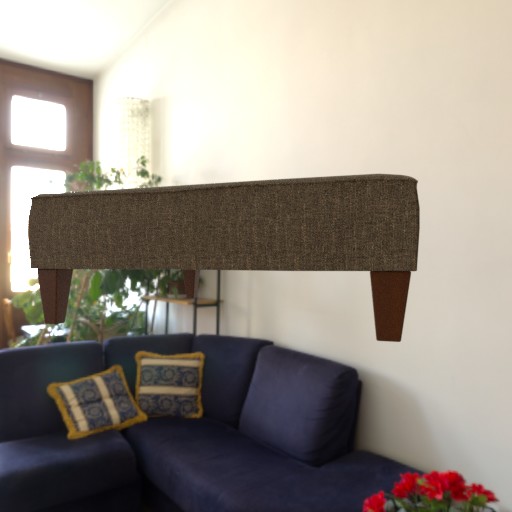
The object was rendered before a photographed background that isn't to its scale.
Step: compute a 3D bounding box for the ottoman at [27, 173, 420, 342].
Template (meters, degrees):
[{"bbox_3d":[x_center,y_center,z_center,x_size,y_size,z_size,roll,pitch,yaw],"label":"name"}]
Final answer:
[{"bbox_3d":[0.000,0.000,1.508,1.016,0.379,0.981,0,-1,17],"label":"ottoman"}]
